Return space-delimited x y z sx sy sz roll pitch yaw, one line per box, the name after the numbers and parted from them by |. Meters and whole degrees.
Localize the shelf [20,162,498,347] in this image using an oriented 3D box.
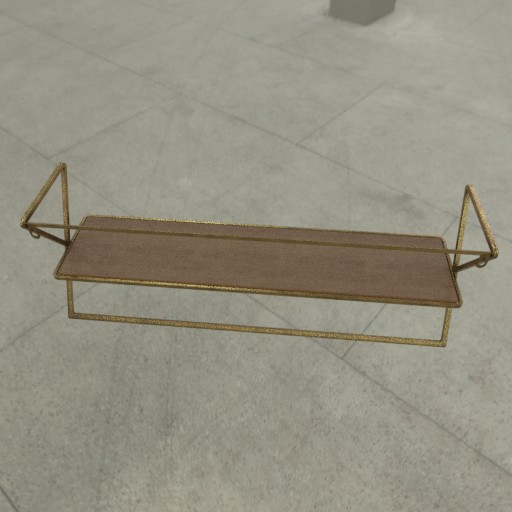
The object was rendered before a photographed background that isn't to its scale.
0.000 0.000 0.726 0.645 0.229 0.150 4 47 4 | shelf
